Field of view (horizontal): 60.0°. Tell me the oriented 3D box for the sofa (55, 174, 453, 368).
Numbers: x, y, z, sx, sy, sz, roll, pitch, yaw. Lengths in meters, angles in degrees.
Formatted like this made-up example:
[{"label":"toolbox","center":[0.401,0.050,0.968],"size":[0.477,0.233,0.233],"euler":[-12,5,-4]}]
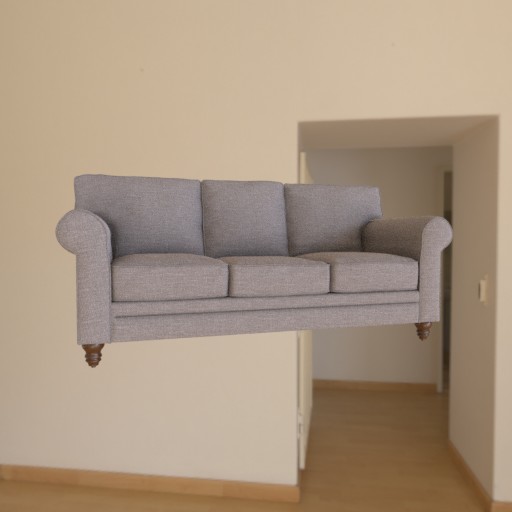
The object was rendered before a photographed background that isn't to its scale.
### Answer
[{"label":"sofa","center":[0.000,0.000,2.604],"size":[2.084,0.961,0.916],"euler":[-1,2,-18]}]
